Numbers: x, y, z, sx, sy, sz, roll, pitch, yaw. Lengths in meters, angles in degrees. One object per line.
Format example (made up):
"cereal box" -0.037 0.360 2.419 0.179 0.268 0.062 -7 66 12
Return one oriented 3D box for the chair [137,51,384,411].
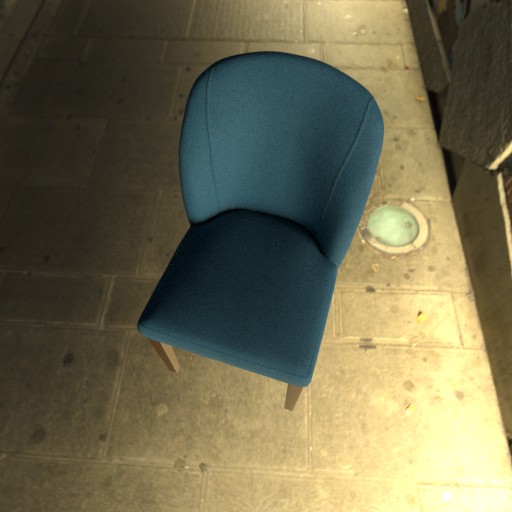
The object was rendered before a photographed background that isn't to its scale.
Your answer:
"chair" 0.000 0.000 1.272 0.507 0.879 0.620 16 61 9
